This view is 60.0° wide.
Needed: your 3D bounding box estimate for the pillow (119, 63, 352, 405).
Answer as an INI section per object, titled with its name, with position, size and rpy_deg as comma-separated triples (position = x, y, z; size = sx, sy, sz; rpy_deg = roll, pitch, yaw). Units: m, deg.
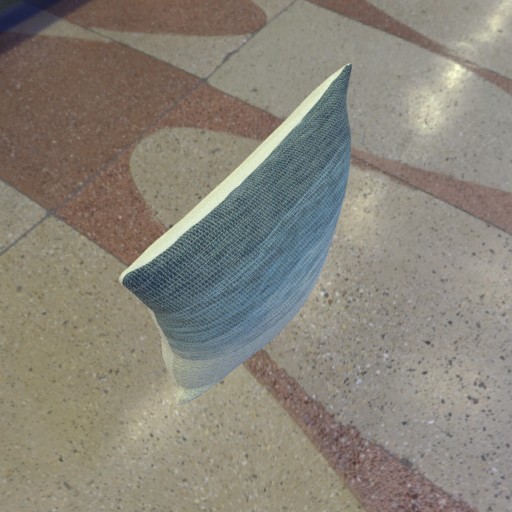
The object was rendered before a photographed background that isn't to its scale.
[pillow]
position = 0.000, 0.000, 0.687
size = 0.182, 0.441, 0.440
rpy_deg = 32, 63, 19
